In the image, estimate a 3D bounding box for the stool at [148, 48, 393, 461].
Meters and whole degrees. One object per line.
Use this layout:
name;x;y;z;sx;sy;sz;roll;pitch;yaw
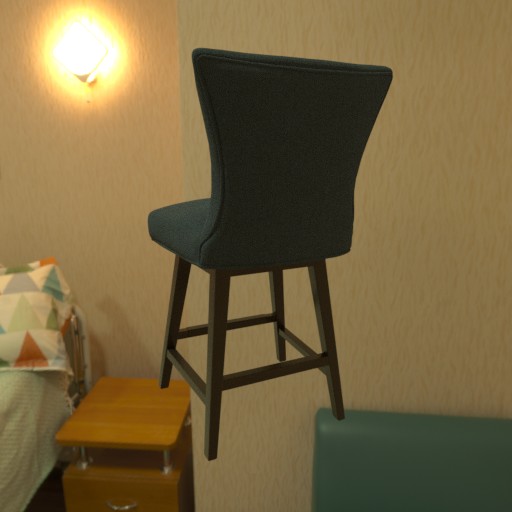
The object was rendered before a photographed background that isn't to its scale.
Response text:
stool;0.000;0.000;1.295;0.514;1.000;0.574;-6;15;-25
